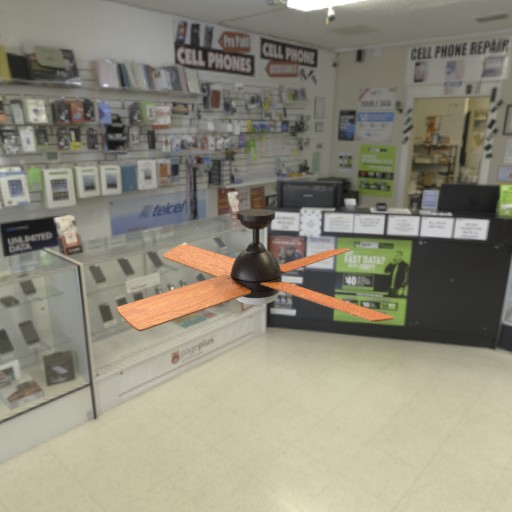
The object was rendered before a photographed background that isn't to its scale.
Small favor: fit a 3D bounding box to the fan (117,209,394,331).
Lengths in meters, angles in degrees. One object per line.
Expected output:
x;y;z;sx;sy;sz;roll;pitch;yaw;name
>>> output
0.000;0.000;2.016;1.332;0.403;1.332;-16;22;-42;fan
